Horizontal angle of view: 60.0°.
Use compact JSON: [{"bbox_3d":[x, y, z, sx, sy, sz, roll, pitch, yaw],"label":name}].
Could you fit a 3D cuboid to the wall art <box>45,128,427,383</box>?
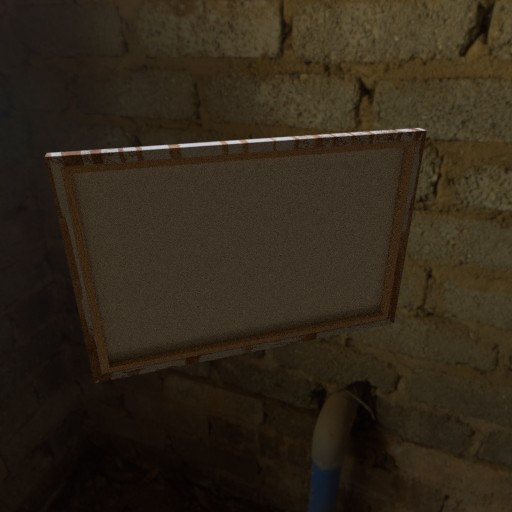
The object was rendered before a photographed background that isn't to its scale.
[{"bbox_3d":[0.000,0.000,1.179,0.914,0.609,0.035,-8,28,-15],"label":"wall art"}]
